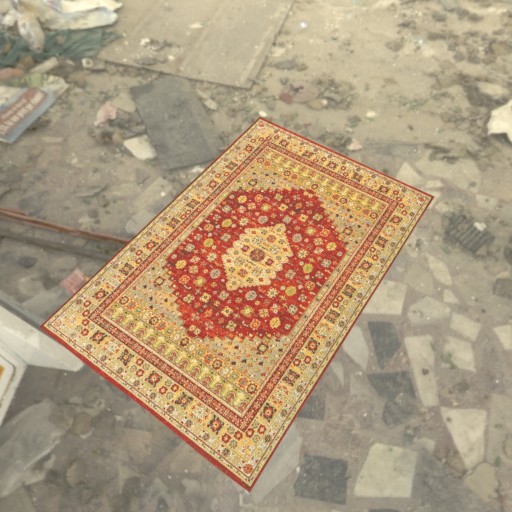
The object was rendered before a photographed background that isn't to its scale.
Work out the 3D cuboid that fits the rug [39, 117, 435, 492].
[{"bbox_3d":[0.000,0.000,2.275,1.194,0.013,1.802,30,61,18],"label":"rug"}]
